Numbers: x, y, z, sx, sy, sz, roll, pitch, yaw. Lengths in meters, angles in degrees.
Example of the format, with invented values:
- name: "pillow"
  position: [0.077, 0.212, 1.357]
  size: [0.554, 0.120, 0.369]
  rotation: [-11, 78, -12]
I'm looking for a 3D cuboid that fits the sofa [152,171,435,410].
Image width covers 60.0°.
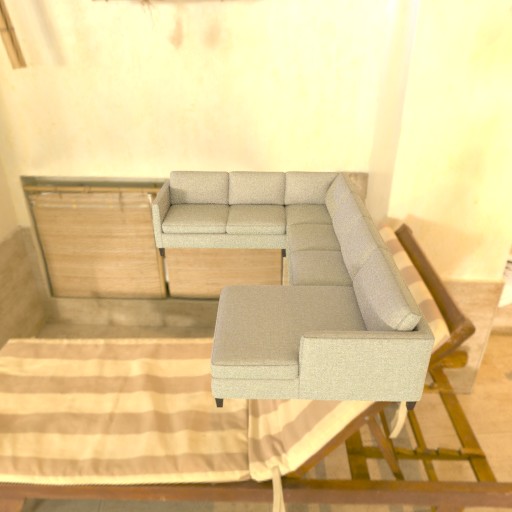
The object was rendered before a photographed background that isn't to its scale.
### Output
- name: "sofa"
  position: [0.000, 0.000, 4.623]
  size: [2.551, 0.889, 3.403]
  rotation: [0, 28, 1]
